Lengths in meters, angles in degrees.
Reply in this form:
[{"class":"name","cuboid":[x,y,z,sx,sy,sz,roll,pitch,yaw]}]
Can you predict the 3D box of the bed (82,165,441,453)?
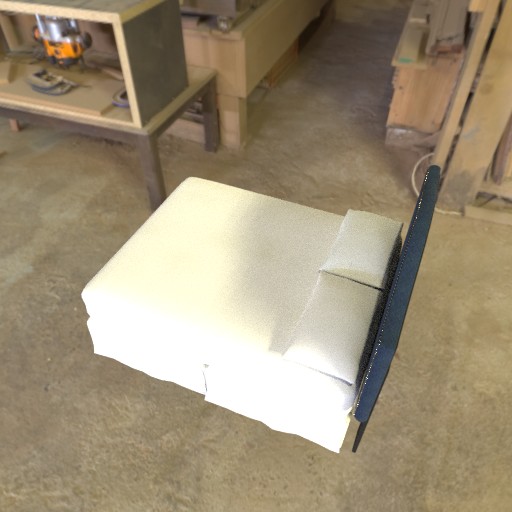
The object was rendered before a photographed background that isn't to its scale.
[{"class":"bed","cuboid":[0.000,0.000,3.275,2.153,1.518,1.713,17,48,16]}]
